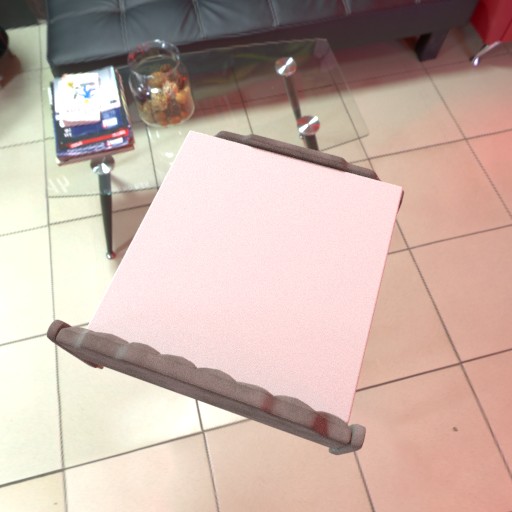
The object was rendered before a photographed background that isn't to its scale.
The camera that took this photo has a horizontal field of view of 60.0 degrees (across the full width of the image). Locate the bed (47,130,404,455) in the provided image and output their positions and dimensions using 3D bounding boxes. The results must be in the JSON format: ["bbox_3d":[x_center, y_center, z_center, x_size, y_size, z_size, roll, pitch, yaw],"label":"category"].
[{"bbox_3d":[0.000,0.000,3.531,2.074,1.245,2.340,17,65,8],"label":"bed"}]
